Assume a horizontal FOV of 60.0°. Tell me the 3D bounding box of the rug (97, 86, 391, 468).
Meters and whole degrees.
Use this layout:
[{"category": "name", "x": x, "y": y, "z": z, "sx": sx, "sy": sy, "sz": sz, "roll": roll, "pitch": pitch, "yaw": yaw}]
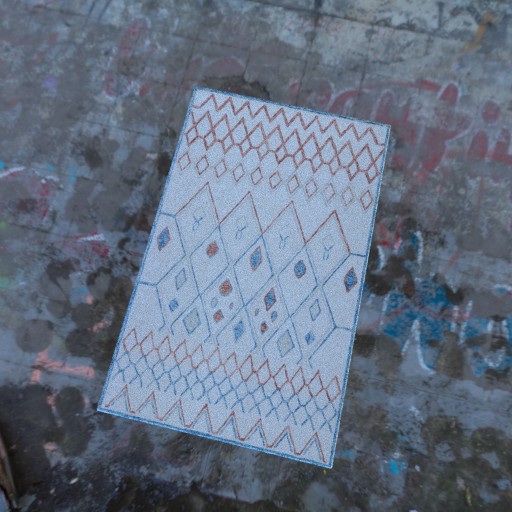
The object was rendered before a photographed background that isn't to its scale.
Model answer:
[{"category": "rug", "x": 0.000, "y": 0.000, "z": 3.084, "sx": 1.524, "sy": 0.015, "sz": 2.438, "roll": 13, "pitch": 76, "yaw": 3}]
